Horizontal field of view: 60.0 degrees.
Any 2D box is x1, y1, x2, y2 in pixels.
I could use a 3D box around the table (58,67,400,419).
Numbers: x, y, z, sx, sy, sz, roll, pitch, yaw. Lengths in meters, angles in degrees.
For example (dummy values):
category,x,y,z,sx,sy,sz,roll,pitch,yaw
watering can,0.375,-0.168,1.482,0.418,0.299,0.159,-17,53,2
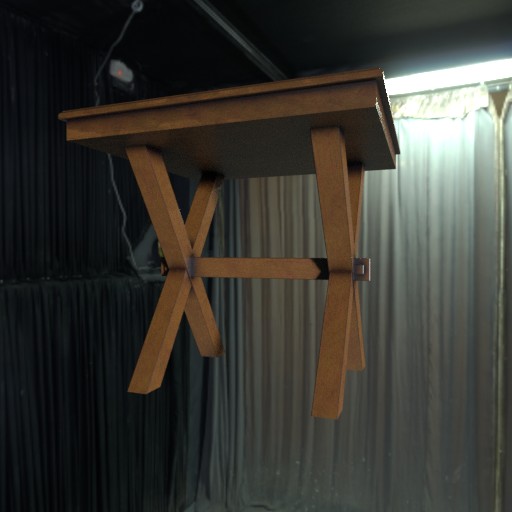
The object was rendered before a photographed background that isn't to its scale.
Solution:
category,x,y,z,sx,sy,sz,roll,pitch,yaw
table,0.000,0.000,1.013,0.602,0.562,0.560,0,1,20
